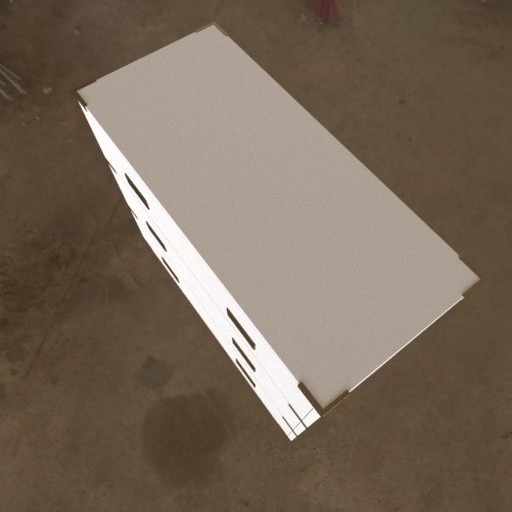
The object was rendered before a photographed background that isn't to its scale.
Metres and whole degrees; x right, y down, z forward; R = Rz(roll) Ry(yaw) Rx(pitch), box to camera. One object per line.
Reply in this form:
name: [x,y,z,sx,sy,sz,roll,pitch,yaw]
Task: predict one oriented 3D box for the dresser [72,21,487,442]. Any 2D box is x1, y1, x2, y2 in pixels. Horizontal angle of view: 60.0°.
dresser: [0.000,0.000,1.459,0.460,0.891,1.022,-34,69,-15]
